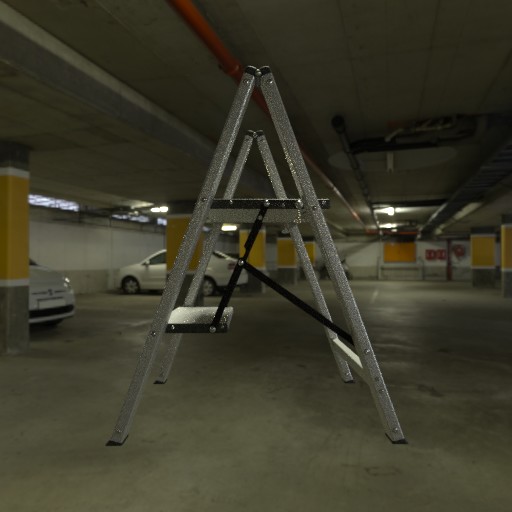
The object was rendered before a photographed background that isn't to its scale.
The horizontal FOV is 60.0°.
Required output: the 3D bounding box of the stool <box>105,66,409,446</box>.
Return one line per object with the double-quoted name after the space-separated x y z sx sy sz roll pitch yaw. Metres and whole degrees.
0.000 0.000 1.000 0.535 0.670 0.440 0 -1 -1 "stool"
